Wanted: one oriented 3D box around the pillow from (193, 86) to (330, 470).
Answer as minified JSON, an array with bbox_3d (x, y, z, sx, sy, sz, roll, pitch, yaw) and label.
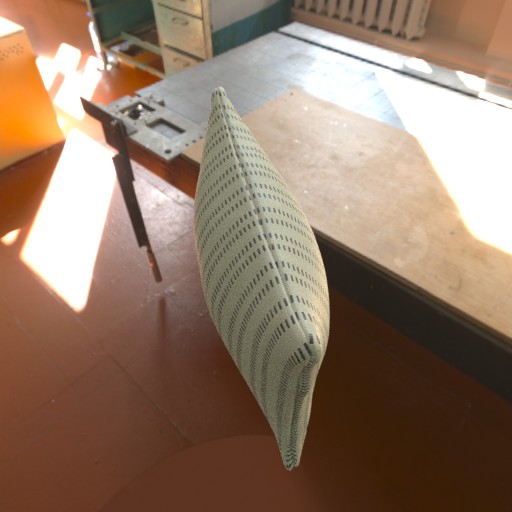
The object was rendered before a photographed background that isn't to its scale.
[{"bbox_3d":[0.000,0.000,0.806,0.210,0.353,0.640,-9,47,-9],"label":"pillow"}]
